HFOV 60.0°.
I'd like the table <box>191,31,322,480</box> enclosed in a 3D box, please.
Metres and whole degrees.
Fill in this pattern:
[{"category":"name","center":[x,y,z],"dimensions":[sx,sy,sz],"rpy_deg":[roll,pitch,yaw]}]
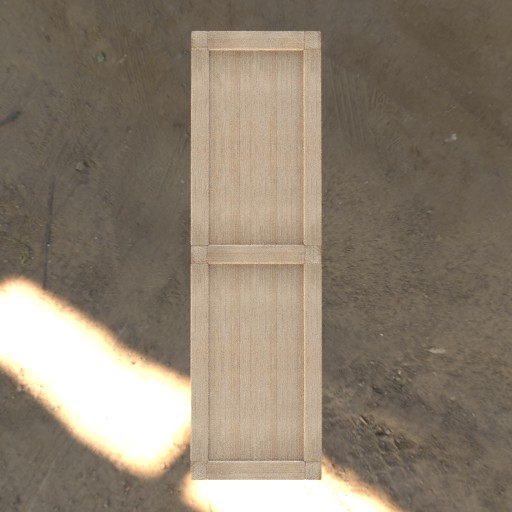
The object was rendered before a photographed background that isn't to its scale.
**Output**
[{"category":"table","center":[0.000,0.000,1.670],"dimensions":[0.381,0.762,1.320],"rpy_deg":[0,89,0]}]
